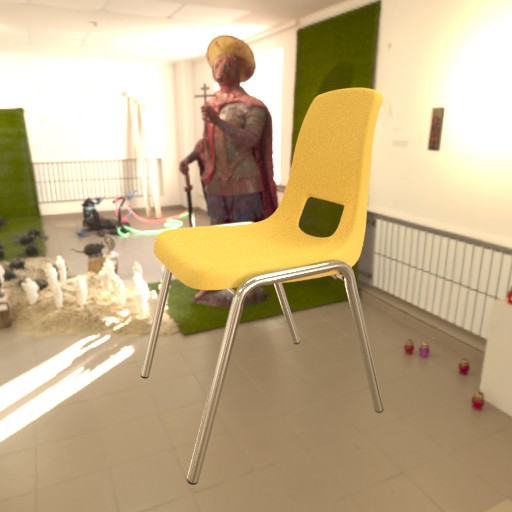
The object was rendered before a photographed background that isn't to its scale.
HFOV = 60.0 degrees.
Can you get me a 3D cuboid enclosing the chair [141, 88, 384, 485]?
[{"bbox_3d":[0.000,0.000,0.903,0.436,0.653,0.381,-8,19,-25],"label":"chair"}]
